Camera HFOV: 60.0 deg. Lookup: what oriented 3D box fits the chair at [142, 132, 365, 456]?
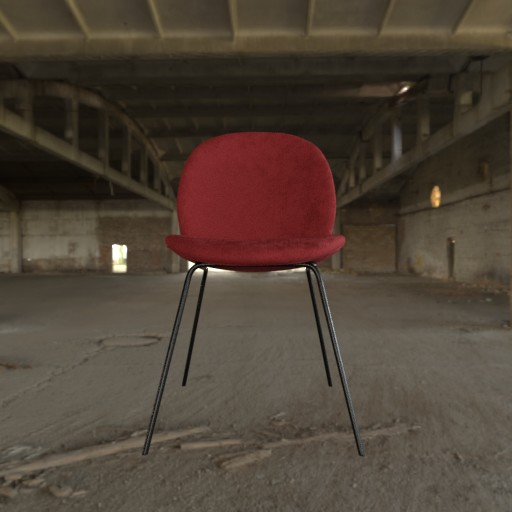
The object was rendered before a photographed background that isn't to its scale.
[{"bbox_3d":[0.000,0.000,1.154,0.458,0.791,0.587,0,1,1],"label":"chair"}]
